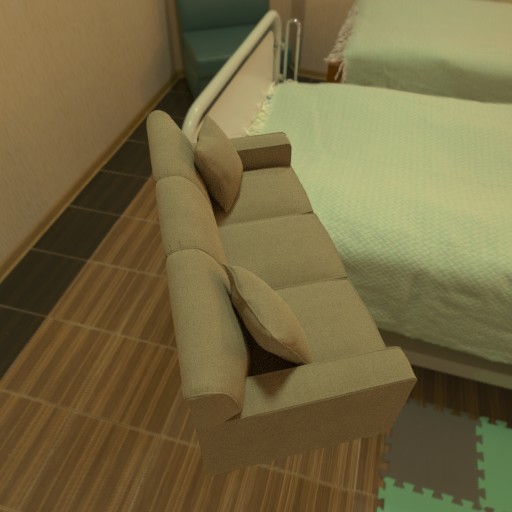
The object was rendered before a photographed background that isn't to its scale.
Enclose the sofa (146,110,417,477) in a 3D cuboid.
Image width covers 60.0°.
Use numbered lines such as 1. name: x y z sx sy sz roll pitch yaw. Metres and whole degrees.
1. sofa: 0.000 0.000 2.574 0.997 0.958 2.024 -10 47 -9
